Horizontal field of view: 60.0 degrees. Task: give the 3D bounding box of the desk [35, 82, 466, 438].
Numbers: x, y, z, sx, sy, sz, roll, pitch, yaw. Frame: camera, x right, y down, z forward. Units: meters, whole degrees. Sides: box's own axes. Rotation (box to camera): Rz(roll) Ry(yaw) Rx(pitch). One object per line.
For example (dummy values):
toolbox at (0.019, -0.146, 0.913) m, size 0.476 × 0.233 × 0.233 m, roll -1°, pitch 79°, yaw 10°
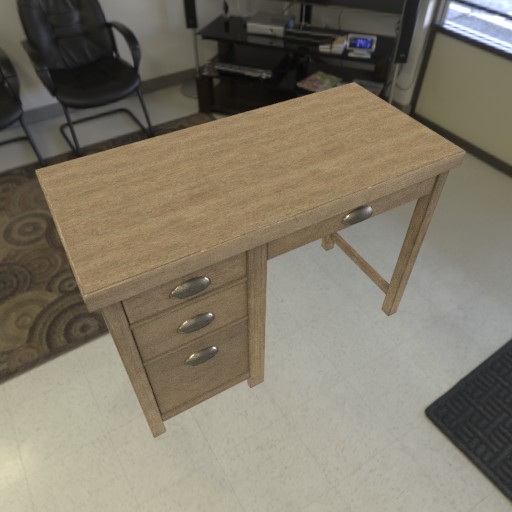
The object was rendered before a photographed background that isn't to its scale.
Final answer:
desk at (0.000, 0.000, 1.786) m, size 1.289 × 0.912 × 0.610 m, roll -22°, pitch 50°, yaw -20°
